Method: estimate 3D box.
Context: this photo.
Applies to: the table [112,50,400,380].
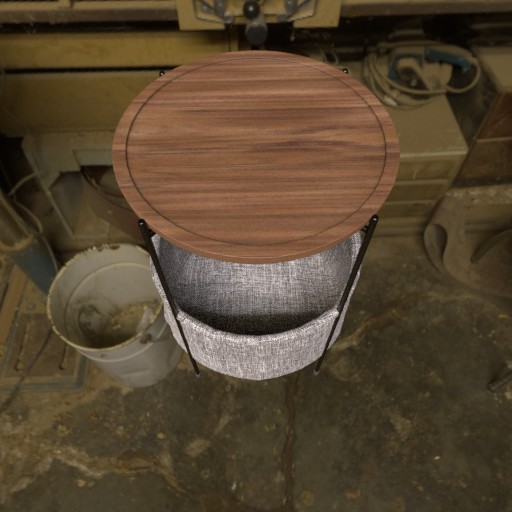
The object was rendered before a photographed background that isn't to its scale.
[{"bbox_3d":[0.000,0.000,0.867,0.400,0.623,0.400,-1,58,-1],"label":"table"}]
